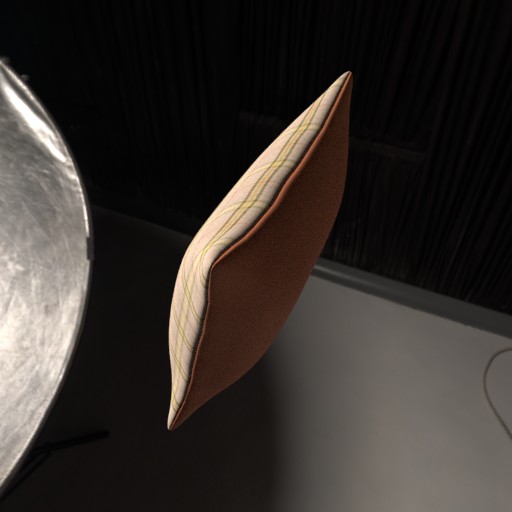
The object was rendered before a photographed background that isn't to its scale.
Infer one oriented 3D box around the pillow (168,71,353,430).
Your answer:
[{"bbox_3d":[0.000,0.000,0.690,0.200,0.430,0.453,17,47,17],"label":"pillow"}]
